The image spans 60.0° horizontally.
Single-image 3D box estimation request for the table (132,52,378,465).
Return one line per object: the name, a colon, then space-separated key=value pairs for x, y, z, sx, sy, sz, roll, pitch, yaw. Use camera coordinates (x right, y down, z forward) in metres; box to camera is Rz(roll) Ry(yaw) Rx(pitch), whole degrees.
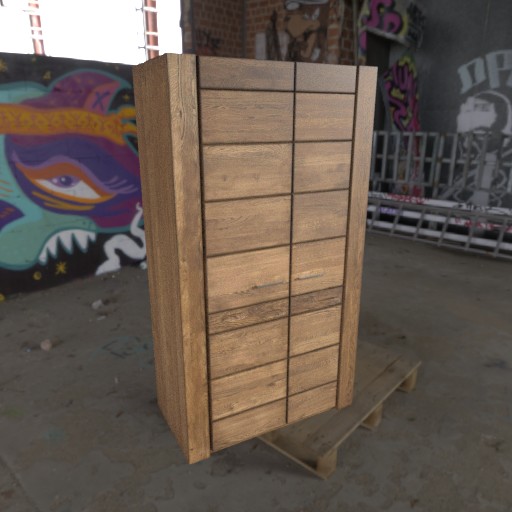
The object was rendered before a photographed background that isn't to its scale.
table: x=0.000 y=0.000 z=2.530 sx=1.100 sy=2.000 sz=0.600 roll=-9 pitch=19 yaw=-27
